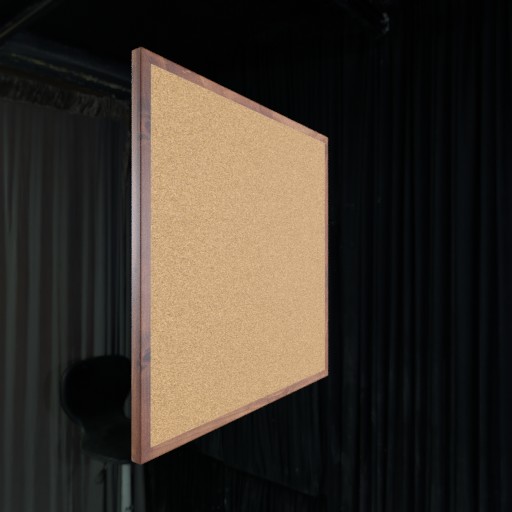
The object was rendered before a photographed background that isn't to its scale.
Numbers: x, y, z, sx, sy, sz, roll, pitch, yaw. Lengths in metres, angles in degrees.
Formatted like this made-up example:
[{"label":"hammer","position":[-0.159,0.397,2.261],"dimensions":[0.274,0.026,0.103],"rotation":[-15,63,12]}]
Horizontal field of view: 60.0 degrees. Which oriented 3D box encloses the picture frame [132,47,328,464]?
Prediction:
[{"label":"picture frame","position":[0.000,0.000,1.201],"dimensions":[0.029,0.817,0.810],"rotation":[0,0,36]}]
